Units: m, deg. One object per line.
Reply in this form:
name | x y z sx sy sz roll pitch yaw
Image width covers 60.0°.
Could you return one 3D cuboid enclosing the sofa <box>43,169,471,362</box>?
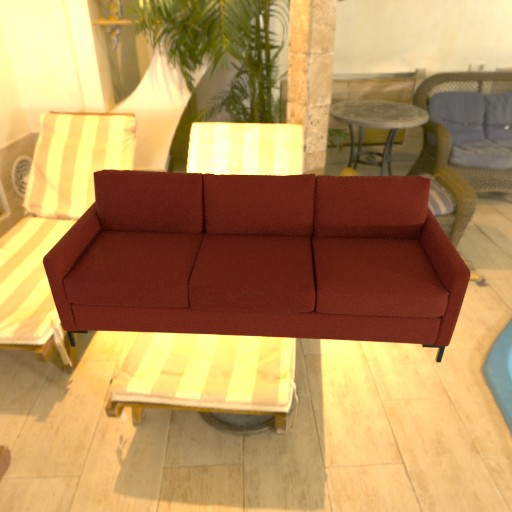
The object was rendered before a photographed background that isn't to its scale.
sofa | 0.000 0.000 2.719 2.252 0.879 0.875 2 31 3
